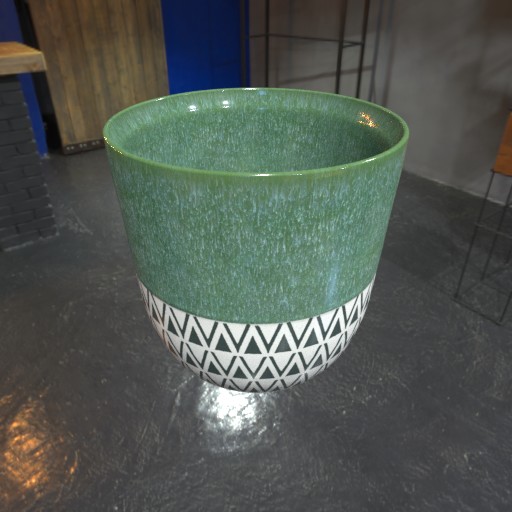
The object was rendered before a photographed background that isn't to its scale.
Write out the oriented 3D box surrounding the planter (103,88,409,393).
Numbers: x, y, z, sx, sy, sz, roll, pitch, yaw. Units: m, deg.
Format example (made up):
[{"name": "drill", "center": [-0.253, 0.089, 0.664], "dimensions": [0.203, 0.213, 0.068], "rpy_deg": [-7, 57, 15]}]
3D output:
[{"name": "planter", "center": [0.000, 0.000, 0.349], "dimensions": [0.195, 0.214, 0.195], "rpy_deg": [0, 32, 0]}]
